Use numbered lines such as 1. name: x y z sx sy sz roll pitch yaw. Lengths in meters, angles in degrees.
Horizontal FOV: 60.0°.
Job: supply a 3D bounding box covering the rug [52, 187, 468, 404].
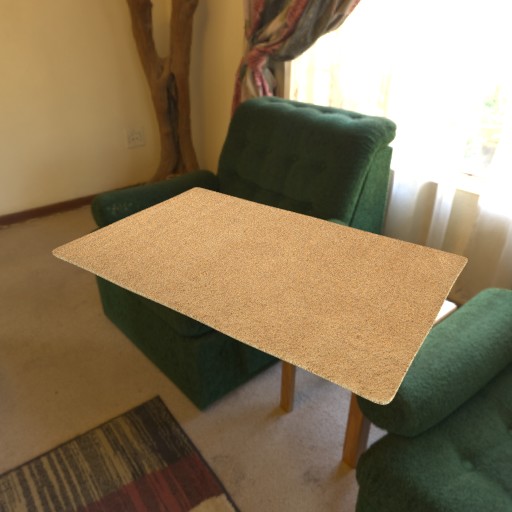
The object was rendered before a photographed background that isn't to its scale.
1. rug: 0.000 0.000 2.945 2.349 0.025 1.500 18 34 30
